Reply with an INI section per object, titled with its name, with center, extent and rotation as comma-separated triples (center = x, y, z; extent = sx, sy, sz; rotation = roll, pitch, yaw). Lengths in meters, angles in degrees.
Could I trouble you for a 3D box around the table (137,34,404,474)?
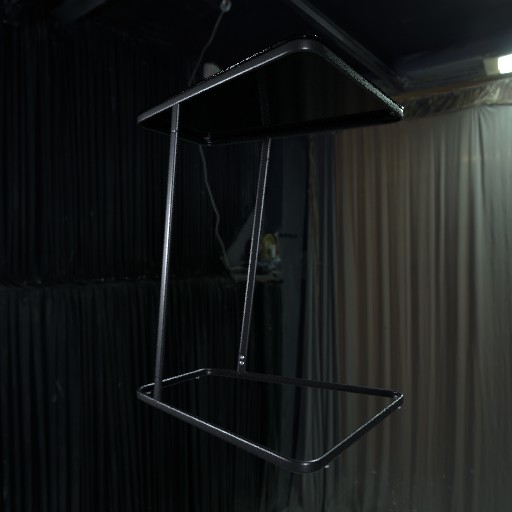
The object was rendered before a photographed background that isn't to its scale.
[table]
center = 0.000, 0.000, 0.930
extent = 0.500, 0.624, 0.427
rotation = 0, 0, 36
